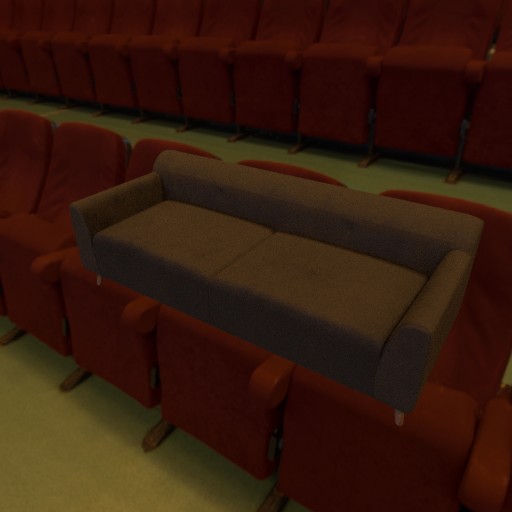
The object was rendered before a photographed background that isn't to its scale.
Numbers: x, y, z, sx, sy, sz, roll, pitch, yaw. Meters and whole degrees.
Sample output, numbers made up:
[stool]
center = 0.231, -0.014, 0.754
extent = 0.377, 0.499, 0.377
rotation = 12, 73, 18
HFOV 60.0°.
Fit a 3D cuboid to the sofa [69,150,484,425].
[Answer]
[sofa]
center = 0.000, 0.000, 2.604
extent = 2.190, 0.740, 0.900
rotation = 18, 34, 29
